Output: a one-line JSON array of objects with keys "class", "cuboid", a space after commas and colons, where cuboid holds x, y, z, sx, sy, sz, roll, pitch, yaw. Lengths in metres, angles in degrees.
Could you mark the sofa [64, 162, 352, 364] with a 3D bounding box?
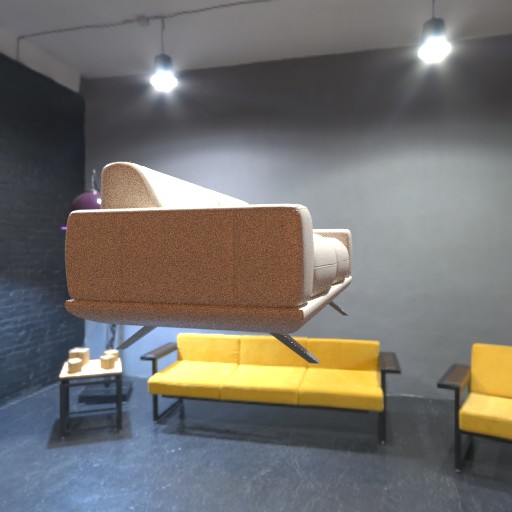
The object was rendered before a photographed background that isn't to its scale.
[{"class": "sofa", "cuboid": [0.000, 0.000, 2.363, 0.900, 0.772, 1.901, 0, 1, 17]}]
